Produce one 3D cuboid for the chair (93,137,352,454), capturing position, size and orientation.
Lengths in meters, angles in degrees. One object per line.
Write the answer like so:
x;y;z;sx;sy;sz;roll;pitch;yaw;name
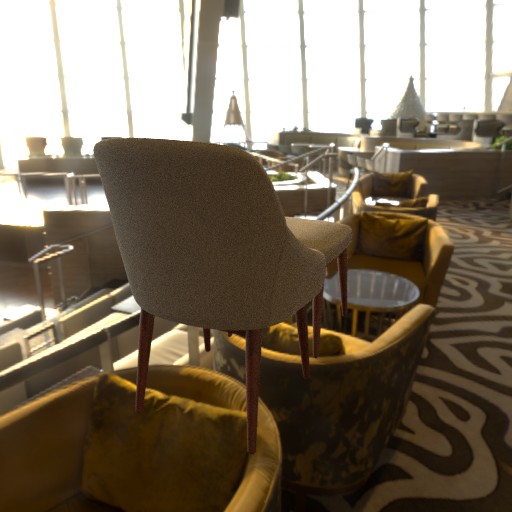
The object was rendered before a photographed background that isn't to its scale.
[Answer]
0.000;0.000;1.578;0.584;0.866;1.114;9;20;25;chair
